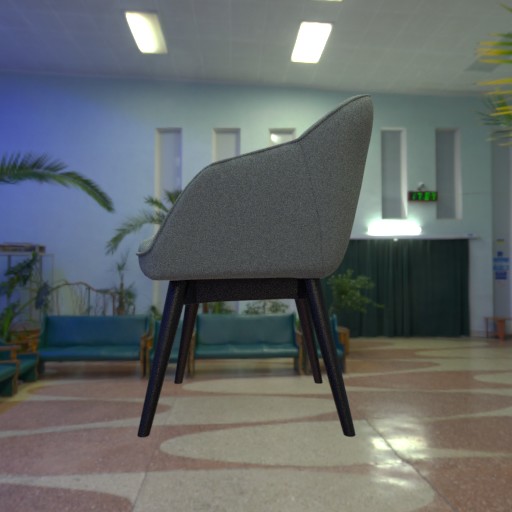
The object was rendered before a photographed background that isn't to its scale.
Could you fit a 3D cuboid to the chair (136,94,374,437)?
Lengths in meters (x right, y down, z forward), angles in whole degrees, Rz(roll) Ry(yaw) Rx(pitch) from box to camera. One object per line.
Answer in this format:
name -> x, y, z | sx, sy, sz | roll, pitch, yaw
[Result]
chair -> 0.000, 0.000, 1.227 | 0.611, 0.810, 0.589 | 0, -2, 0
